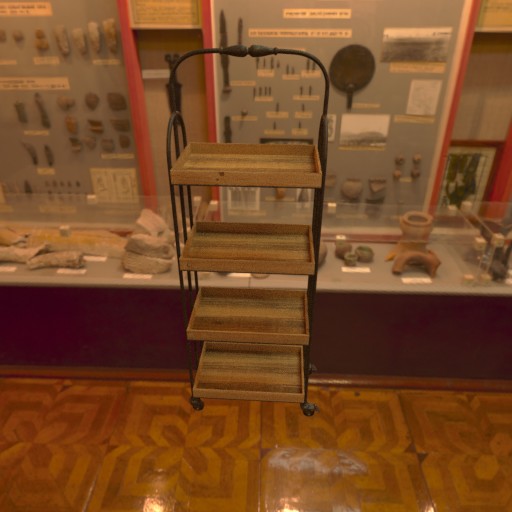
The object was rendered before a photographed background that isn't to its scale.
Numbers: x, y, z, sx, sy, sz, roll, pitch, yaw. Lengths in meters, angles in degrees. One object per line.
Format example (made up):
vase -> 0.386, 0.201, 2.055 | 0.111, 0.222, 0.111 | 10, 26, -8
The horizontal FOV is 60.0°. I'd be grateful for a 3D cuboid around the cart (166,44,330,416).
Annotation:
cart -> 0.000, 0.000, 1.714 | 0.581, 1.481, 0.308 | 2, 31, 3
